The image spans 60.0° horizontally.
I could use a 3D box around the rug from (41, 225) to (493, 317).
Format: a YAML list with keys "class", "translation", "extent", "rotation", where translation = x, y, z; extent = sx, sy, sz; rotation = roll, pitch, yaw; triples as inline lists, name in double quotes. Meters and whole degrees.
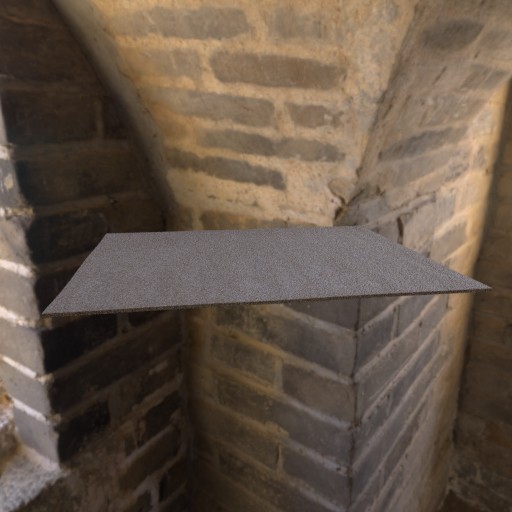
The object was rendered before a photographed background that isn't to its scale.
- class: "rug"
  translation: [0.000, 0.000, 4.041]
  extent: [3.000, 0.026, 2.400]
  rotation: [-2, 15, -9]
